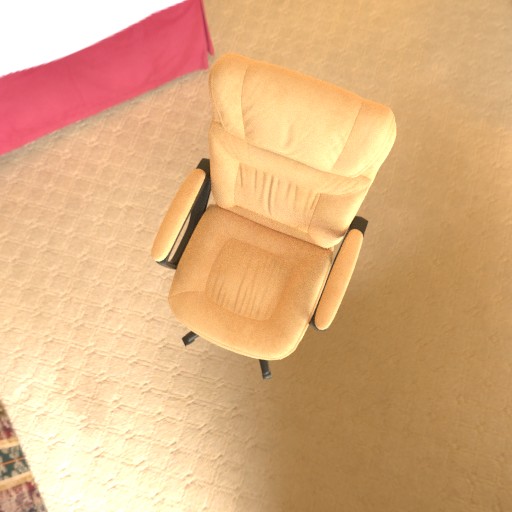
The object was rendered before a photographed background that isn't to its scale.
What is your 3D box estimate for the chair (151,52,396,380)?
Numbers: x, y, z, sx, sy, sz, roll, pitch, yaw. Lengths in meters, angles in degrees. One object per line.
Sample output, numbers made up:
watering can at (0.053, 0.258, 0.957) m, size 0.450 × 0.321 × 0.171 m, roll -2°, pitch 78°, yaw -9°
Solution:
chair at (0.000, 0.000, 1.544) m, size 0.667 × 1.105 × 0.724 m, roll 22°, pitch 74°, yaw 7°
